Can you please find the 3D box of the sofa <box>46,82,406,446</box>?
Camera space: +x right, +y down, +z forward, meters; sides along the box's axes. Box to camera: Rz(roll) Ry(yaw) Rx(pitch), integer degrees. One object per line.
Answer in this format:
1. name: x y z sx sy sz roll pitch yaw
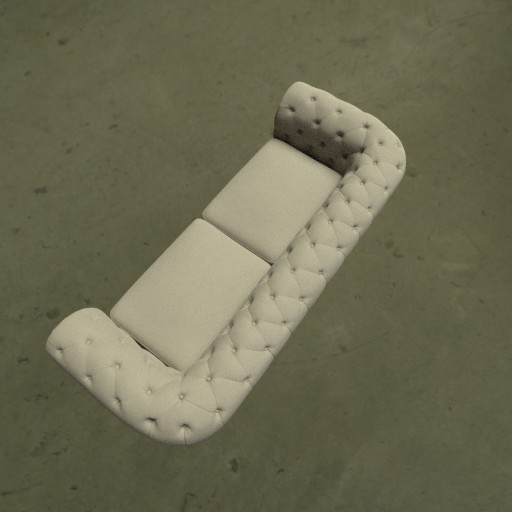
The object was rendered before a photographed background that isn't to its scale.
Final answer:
1. sofa: 0.000 0.000 2.809 0.991 0.749 2.411 33 68 16
